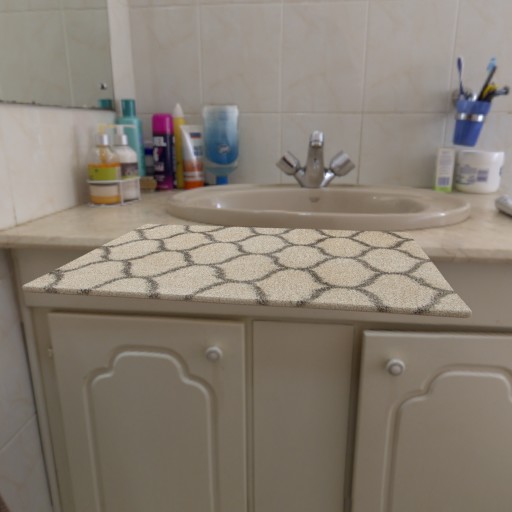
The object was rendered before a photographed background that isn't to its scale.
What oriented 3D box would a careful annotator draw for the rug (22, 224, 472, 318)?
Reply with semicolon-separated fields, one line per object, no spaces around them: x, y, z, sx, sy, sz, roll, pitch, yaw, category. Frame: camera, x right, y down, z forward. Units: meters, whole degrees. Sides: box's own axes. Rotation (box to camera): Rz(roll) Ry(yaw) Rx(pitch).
0.000;0.000;2.112;1.600;0.025;1.200;2;16;9;rug
